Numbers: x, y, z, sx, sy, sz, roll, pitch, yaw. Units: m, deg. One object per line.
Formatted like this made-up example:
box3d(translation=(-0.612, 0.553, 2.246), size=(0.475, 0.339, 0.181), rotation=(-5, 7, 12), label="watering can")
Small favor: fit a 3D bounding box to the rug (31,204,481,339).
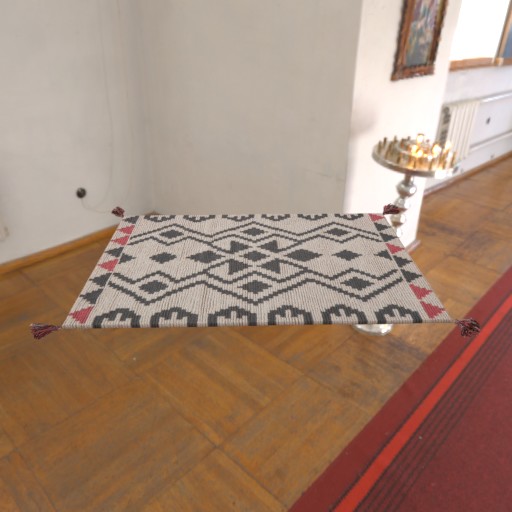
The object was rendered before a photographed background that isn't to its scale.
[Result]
box3d(translation=(0.000, 0.000, 2.578), size=(2.069, 0.067, 1.444), rotation=(-1, 30, -1), label="rug")
